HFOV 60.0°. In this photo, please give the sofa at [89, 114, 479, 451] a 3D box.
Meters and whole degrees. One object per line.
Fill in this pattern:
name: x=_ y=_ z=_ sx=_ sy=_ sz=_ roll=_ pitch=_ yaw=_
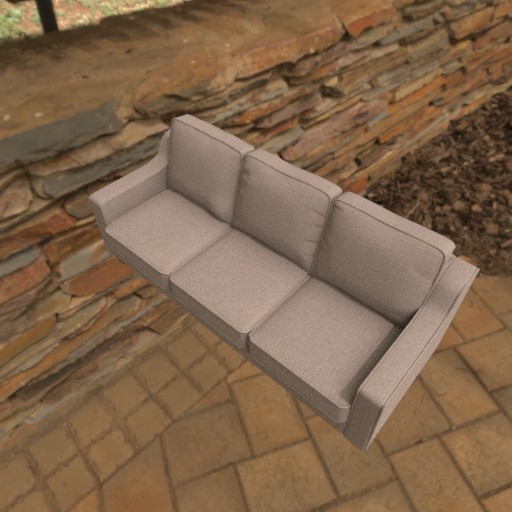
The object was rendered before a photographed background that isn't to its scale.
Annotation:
sofa: x=0.000 y=0.000 z=2.620 sx=2.129 sy=0.950 sz=0.899 roll=32 pitch=54 yaw=27
